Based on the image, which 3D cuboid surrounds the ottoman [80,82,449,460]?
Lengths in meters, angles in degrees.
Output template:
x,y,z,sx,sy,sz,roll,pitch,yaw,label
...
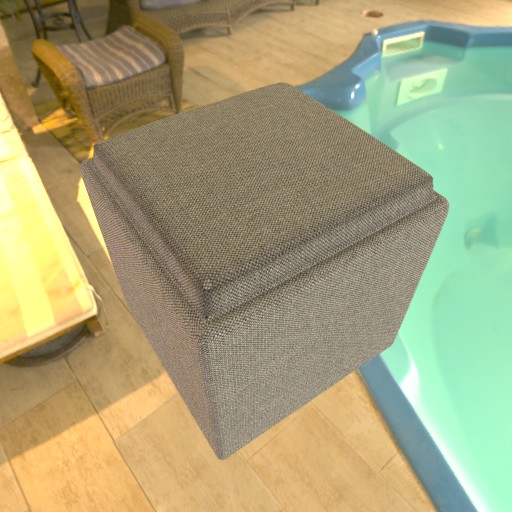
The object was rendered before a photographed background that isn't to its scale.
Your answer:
x,y,z,sx,sy,sz,roll,pitch,yaw,label
0.000,0.000,0.853,0.454,0.487,0.436,-26,52,-22,ottoman
